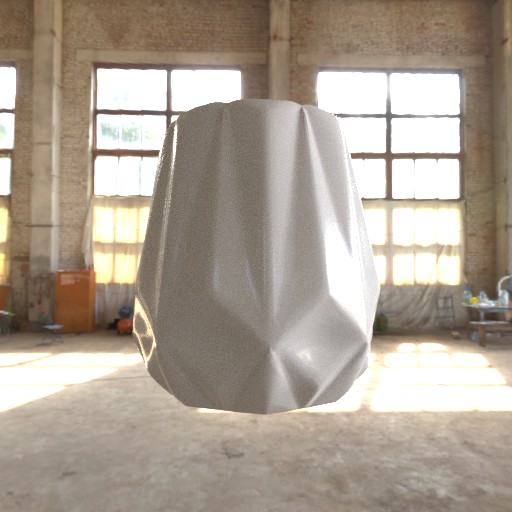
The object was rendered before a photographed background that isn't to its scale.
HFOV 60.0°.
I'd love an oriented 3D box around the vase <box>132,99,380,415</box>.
[{"bbox_3d":[0.000,0.000,0.262,0.141,0.152,0.141,0,-1,0],"label":"vase"}]
